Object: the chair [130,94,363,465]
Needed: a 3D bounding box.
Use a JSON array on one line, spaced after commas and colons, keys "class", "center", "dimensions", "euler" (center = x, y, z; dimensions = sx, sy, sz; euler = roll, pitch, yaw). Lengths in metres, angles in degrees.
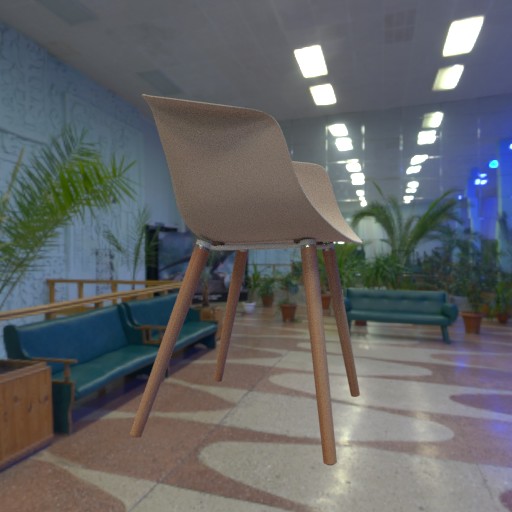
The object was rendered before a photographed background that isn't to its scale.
[{"class": "chair", "center": [0.000, 0.000, 1.095], "dimensions": [0.504, 0.781, 0.593], "euler": [0, 1, 19]}]
